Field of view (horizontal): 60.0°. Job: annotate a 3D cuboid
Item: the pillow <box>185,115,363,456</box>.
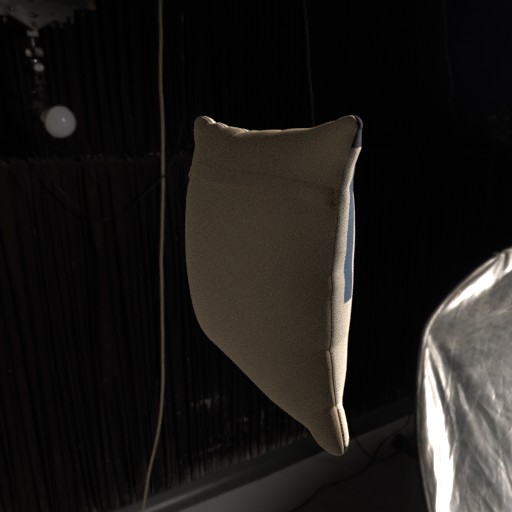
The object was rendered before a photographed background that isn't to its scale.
[{"bbox_3d":[0.000,0.000,0.825,0.229,0.506,0.536,-9,18,-28],"label":"pillow"}]
